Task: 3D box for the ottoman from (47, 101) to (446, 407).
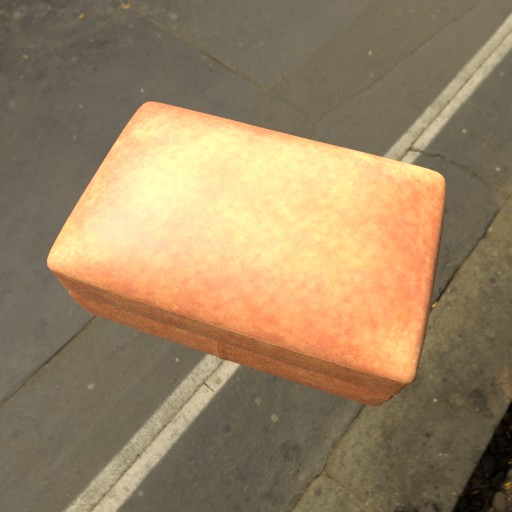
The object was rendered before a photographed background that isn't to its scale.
[{"bbox_3d":[0.000,0.000,1.198,0.852,0.507,0.565,16,63,8],"label":"ottoman"}]
